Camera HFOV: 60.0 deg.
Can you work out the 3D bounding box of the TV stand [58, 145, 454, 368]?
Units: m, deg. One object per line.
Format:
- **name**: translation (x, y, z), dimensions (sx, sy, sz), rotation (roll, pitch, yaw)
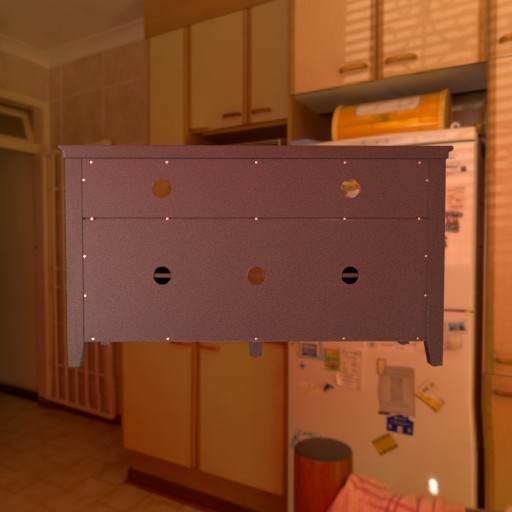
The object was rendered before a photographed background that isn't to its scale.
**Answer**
- **TV stand**: translation (0.000, 0.000, 1.524), dimensions (1.198, 0.681, 0.347), rotation (0, 2, -1)
